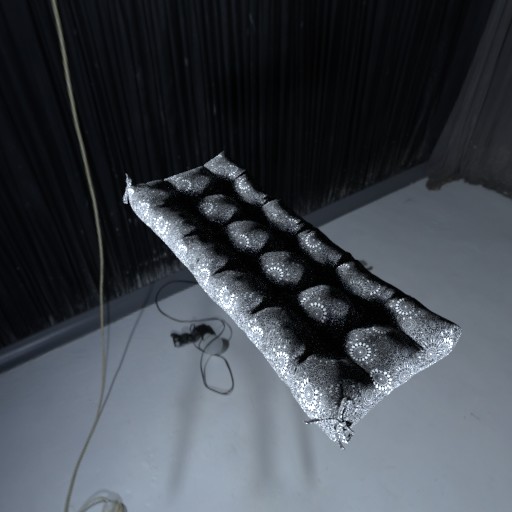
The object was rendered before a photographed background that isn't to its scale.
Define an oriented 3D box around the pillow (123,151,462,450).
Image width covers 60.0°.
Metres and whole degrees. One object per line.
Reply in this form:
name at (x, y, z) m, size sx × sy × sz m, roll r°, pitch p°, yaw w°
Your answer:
pillow at (0.000, 0.000, 1.379) m, size 0.511 × 0.174 × 1.194 m, roll -26°, pitch 48°, yaw -26°
